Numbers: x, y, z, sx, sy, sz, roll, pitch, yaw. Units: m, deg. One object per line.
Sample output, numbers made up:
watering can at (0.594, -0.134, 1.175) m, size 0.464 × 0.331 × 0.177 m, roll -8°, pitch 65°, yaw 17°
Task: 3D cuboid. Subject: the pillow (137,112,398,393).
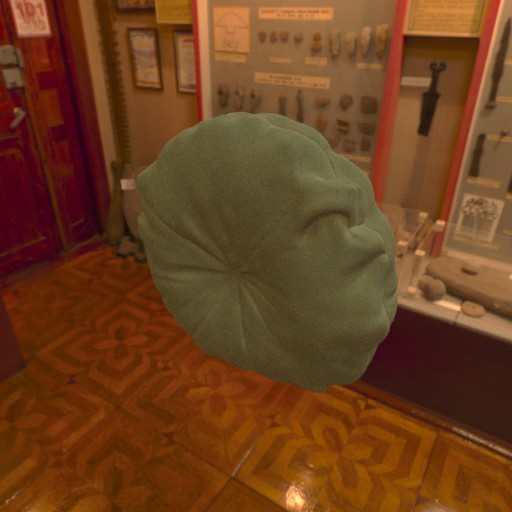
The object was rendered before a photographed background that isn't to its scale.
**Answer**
pillow at (0.000, 0.000, 0.655) m, size 0.428 × 0.407 × 0.148 m, roll 19°, pitch 35°, yaw 29°
